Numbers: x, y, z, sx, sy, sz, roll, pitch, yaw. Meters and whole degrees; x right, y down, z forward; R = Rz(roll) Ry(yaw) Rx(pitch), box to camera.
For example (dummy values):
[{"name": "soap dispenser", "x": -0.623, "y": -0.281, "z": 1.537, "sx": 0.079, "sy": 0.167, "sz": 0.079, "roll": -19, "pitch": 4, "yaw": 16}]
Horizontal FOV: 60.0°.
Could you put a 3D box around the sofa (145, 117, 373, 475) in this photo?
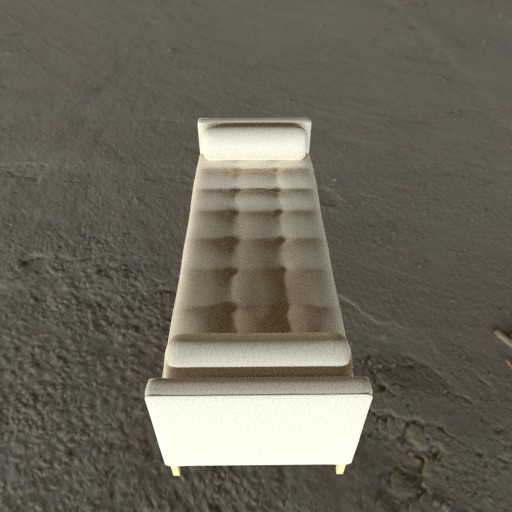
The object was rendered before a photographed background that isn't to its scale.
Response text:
[{"name": "sofa", "x": 0.000, "y": 0.000, "z": 2.310, "sx": 0.746, "sy": 0.641, "sz": 1.985, "roll": 0, "pitch": 42, "yaw": 0}]
